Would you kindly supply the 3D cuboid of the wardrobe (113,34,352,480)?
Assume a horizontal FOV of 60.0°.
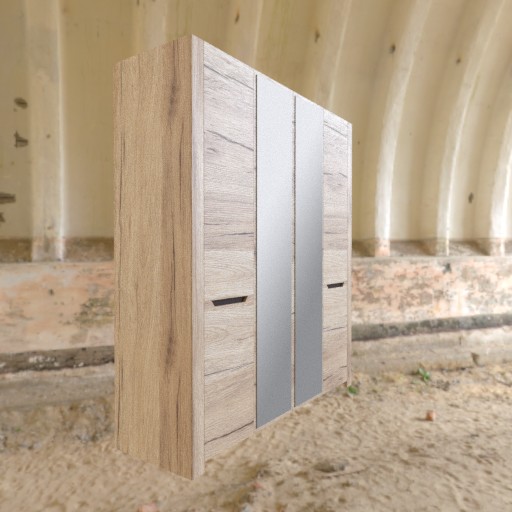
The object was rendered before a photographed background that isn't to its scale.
[{"bbox_3d":[0.000,0.000,2.949,0.580,2.070,1.810,1,1,36],"label":"wardrobe"}]
